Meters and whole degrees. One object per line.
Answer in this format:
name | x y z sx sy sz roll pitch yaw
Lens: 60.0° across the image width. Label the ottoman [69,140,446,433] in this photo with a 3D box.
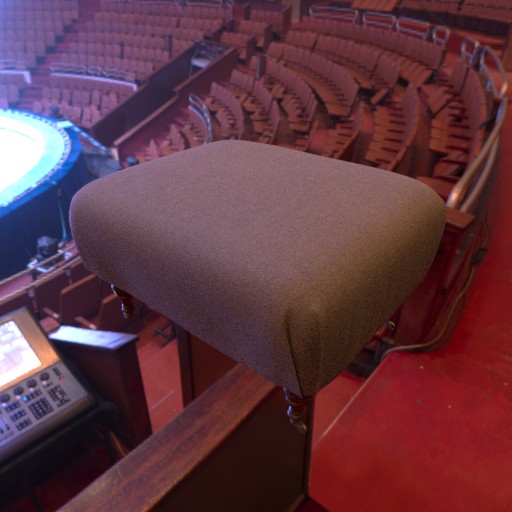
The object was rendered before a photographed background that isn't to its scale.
ottoman | 0.000 0.000 1.121 0.747 0.450 0.622 22 37 33
